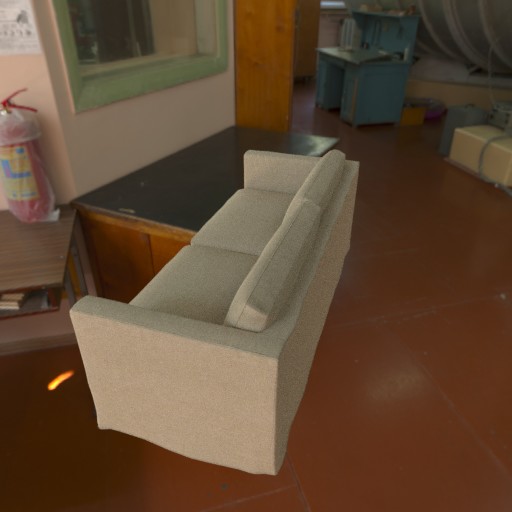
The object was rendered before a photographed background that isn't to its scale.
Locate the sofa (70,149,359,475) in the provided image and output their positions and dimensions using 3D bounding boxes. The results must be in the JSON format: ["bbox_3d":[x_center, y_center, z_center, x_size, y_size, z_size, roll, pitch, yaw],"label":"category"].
[{"bbox_3d":[0.000,0.000,2.776,0.956,0.847,2.296,10,33,16],"label":"sofa"}]
